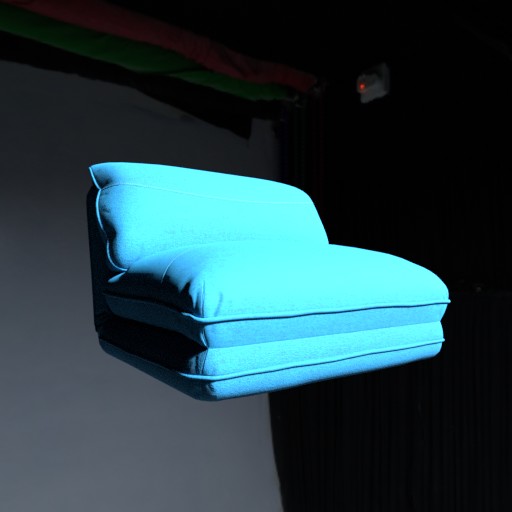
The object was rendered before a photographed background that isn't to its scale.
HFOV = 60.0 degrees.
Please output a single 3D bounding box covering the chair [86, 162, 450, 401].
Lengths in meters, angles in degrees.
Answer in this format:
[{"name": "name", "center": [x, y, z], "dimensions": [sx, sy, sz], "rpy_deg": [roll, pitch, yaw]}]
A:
[{"name": "chair", "center": [0.000, 0.000, 1.306], "dimensions": [0.820, 0.580, 0.780], "rpy_deg": [1, -2, -36]}]
